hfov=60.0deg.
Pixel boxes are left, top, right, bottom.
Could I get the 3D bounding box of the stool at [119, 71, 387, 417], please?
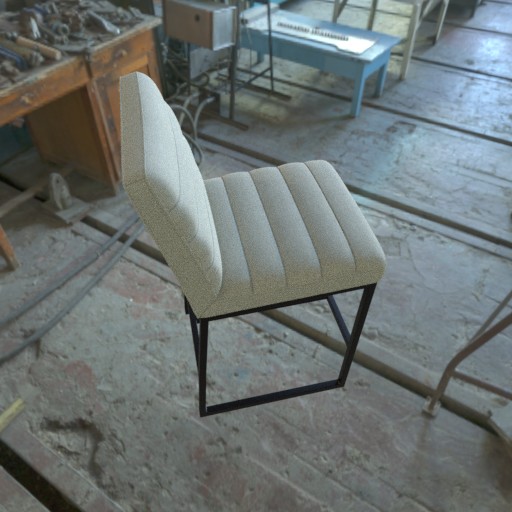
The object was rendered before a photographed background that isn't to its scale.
[{"bbox_3d":[0.000,0.000,1.263,0.560,0.940,0.460,-9,47,-9],"label":"stool"}]
